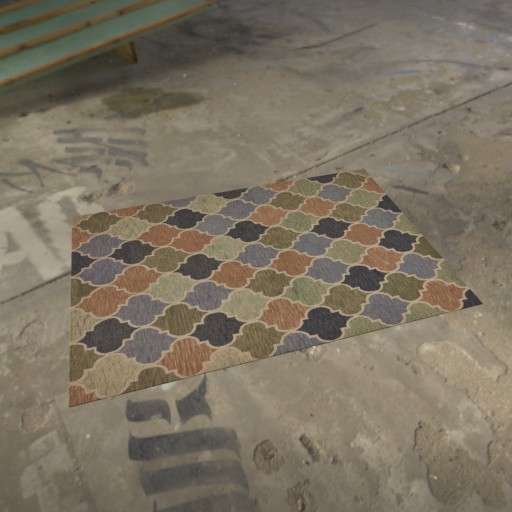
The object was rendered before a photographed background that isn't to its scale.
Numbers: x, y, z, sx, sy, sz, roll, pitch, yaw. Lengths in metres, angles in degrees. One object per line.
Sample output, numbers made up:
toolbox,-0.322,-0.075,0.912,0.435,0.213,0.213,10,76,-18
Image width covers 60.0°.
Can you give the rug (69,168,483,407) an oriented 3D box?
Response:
rug,0.000,0.000,2.288,1.828,0.006,1.216,-11,44,-12
